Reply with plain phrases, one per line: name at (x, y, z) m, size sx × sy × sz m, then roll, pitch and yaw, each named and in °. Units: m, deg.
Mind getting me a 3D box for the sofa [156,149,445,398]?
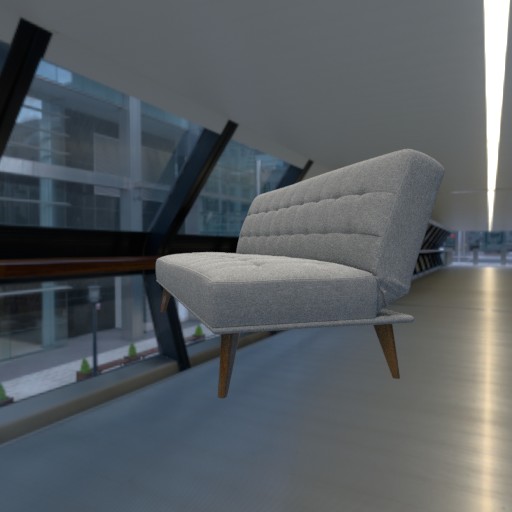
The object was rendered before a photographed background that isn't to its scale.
sofa at (0.000, 0.000, 2.295) m, size 0.860 × 0.810 × 1.800 m, roll -1°, pitch 2°, yaw -18°
